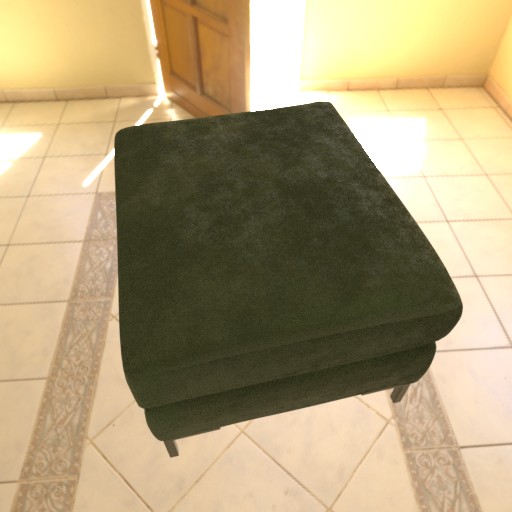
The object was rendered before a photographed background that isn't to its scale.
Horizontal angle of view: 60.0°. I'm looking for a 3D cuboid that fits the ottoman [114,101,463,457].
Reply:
[{"bbox_3d":[0.000,0.000,1.266,0.701,0.538,0.839,-10,49,-9],"label":"ottoman"}]
